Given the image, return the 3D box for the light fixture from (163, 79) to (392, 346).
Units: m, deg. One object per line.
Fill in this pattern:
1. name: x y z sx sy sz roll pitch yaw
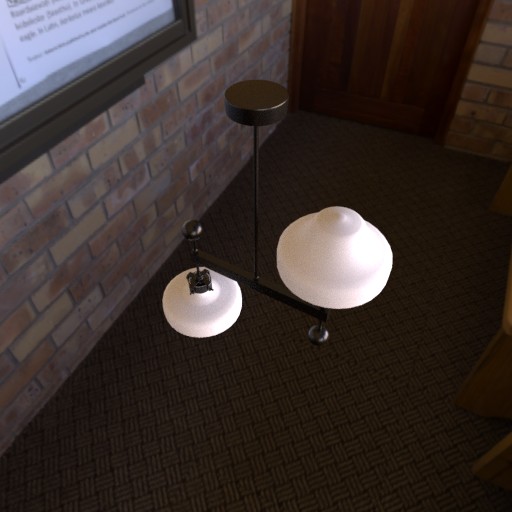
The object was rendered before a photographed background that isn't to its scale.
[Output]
1. light fixture: 0.000 0.000 0.970 0.489 0.743 0.422 -5 46 -5
